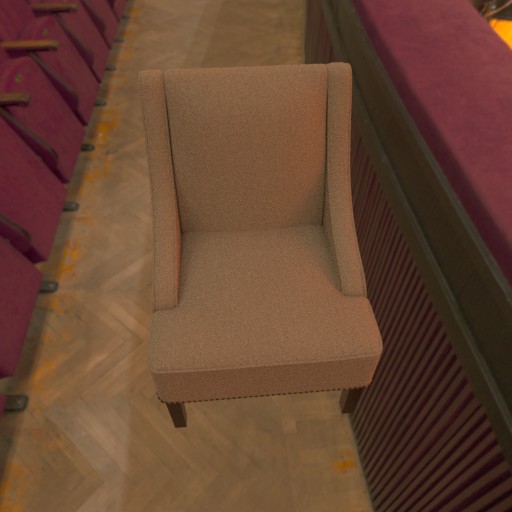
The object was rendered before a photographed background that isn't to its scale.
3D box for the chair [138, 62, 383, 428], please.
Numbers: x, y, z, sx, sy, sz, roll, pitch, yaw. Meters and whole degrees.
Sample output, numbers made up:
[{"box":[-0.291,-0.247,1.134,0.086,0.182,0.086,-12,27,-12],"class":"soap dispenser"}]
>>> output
[{"box":[0.000,0.000,1.371,0.628,0.872,0.748,-4,47,-3],"class":"chair"}]
